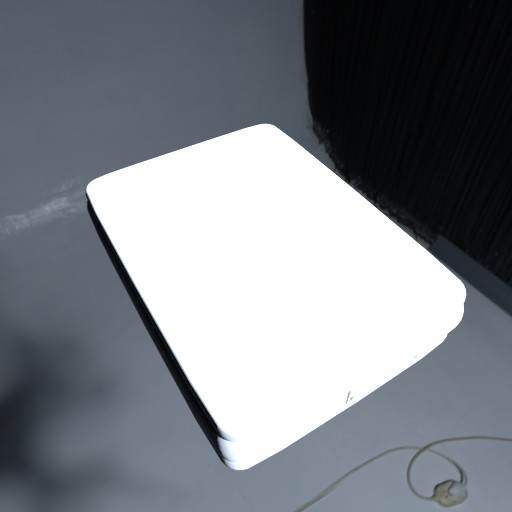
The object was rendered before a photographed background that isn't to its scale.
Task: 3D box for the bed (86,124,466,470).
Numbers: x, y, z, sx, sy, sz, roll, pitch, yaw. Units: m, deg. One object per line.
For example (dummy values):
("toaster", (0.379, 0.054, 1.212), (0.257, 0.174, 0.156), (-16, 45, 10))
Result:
("bed", (0.000, 0.000, 2.677), (1.520, 0.460, 2.036), (-24, 52, -21))
